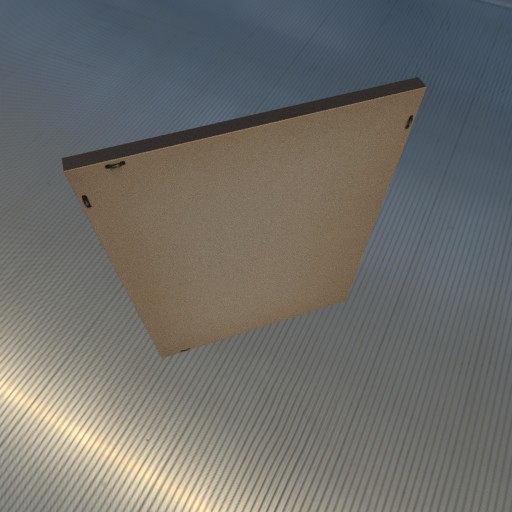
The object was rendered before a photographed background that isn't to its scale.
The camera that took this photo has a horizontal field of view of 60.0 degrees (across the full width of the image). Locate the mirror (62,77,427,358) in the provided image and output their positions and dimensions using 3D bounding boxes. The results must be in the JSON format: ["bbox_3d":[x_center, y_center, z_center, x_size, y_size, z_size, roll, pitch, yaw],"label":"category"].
[{"bbox_3d":[0.000,0.000,1.321,0.762,1.016,0.041,-16,59,-10],"label":"mirror"}]
